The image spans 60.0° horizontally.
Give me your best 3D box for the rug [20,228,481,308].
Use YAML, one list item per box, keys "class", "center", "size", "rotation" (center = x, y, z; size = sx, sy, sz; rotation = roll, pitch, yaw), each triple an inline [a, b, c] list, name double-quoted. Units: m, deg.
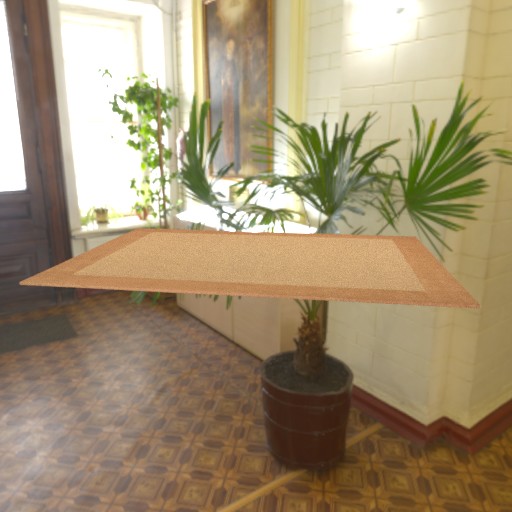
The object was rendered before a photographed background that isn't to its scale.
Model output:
- class: "rug"
  center: [0.000, 0.000, 2.313]
  size: [1.829, 0.014, 1.219]
  rotation: [2, 15, 8]
